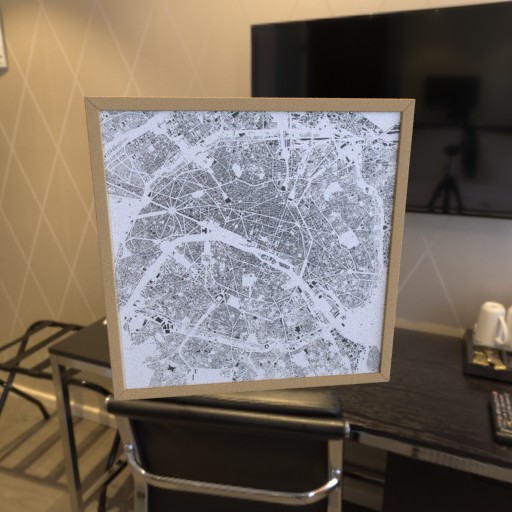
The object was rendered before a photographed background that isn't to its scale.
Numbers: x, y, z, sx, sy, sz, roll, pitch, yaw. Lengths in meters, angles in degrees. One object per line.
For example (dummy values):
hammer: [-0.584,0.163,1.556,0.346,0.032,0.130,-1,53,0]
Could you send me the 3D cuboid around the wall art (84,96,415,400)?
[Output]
wall art: [0.000,0.000,1.134,0.761,0.761,0.037,-2,16,-7]
